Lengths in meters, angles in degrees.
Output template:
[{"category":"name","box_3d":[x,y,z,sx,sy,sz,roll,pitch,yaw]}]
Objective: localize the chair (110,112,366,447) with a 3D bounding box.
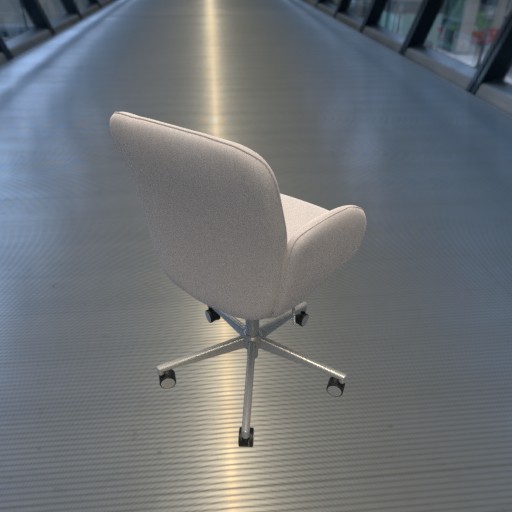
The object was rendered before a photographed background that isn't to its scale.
[{"category":"chair","box_3d":[0.000,0.000,1.372,0.648,0.959,0.633,24,41,32]}]
